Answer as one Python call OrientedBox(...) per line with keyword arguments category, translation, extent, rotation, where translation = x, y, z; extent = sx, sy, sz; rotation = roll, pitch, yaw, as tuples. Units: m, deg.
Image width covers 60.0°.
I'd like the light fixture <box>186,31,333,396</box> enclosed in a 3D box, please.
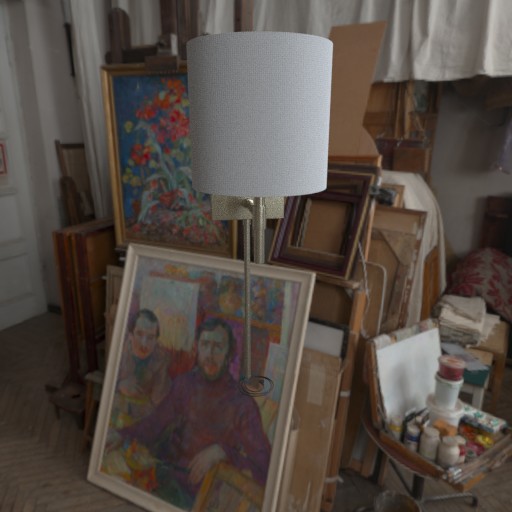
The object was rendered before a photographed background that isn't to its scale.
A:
OrientedBox(category="light fixture", translation=(0.000, 0.000, 0.689), extent=(0.188, 0.589, 0.248), rotation=(-3, 17, -9))
